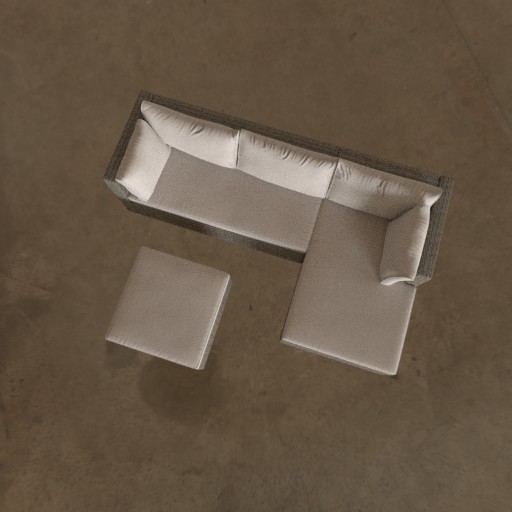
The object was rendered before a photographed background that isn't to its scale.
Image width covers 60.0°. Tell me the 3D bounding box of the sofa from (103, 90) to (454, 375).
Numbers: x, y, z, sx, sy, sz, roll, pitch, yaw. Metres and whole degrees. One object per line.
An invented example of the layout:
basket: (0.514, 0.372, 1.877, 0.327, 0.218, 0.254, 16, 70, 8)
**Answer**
sofa: (0.000, 0.000, 3.016, 2.192, 0.766, 1.662, 17, 77, 4)
